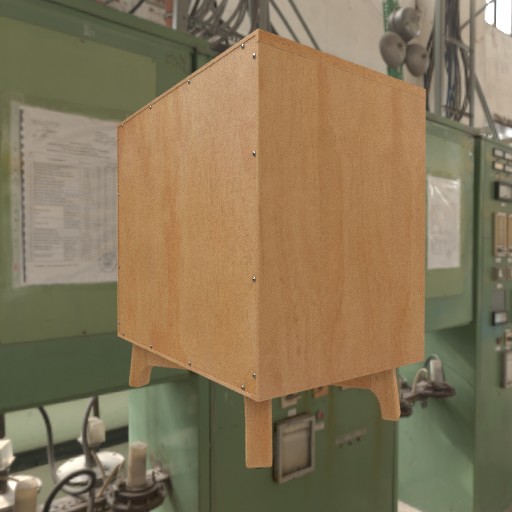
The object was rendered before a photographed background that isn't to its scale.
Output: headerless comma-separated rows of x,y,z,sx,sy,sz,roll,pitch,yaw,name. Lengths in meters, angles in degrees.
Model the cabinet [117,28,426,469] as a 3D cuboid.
0.000,0.000,0.917,0.394,0.599,0.551,-1,1,-36,cabinet
